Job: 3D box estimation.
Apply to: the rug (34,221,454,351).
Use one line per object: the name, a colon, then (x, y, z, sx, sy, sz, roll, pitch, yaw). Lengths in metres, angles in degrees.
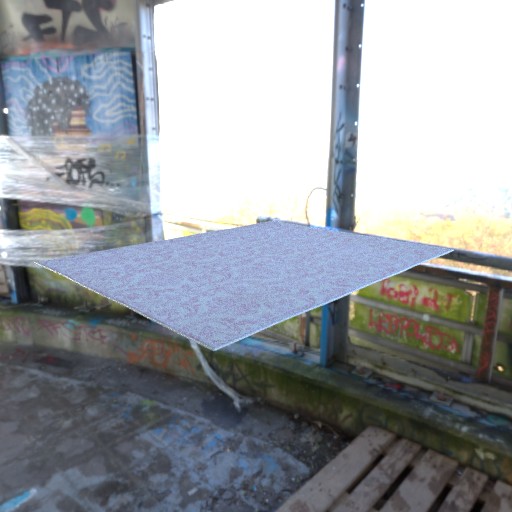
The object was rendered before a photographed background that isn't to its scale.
rug: (0.000, 0.000, 3.995, 2.363, 0.012, 2.980, 14, 19, 43)
